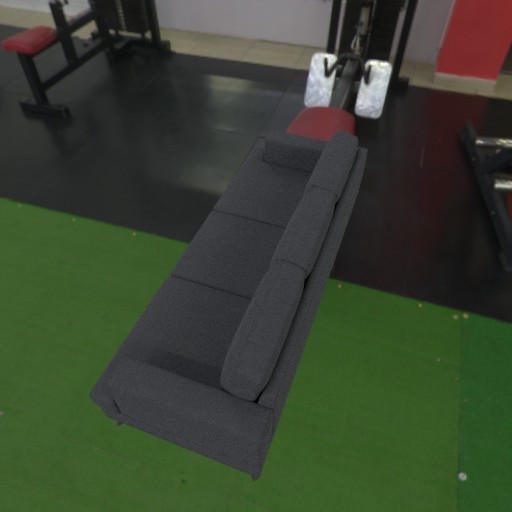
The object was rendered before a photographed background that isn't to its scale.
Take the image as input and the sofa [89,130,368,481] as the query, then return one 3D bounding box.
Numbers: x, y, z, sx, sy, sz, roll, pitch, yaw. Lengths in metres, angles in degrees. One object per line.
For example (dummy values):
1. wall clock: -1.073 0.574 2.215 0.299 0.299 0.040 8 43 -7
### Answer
1. sofa: 0.000 0.000 2.786 0.920 0.810 2.310 15 49 14
